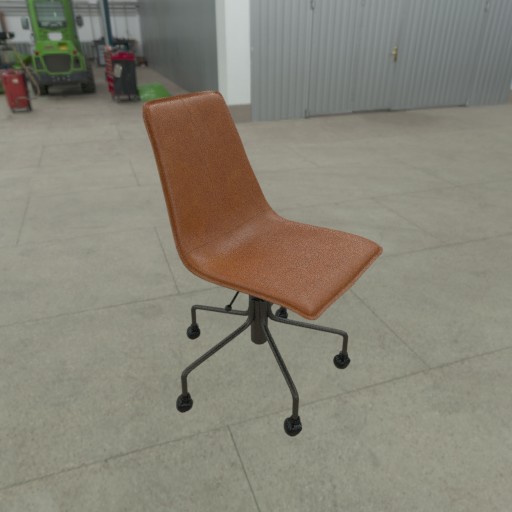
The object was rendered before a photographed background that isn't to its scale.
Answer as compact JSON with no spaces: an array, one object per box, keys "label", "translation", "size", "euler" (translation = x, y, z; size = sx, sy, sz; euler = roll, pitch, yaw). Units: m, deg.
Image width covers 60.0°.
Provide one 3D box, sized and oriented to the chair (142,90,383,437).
[{"label":"chair","translation":[0.000,0.000,1.403],"size":[0.660,0.920,0.651],"euler":[18,33,31]}]
